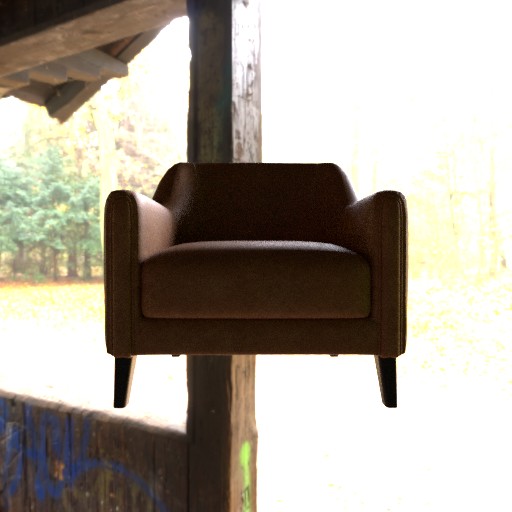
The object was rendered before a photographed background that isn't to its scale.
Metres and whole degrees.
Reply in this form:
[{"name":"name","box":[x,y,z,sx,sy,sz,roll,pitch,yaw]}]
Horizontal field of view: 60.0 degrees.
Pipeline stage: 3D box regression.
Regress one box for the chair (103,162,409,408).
[{"name":"chair","box":[0.000,0.000,1.916,1.037,0.980,1.034,0,1,0]}]
